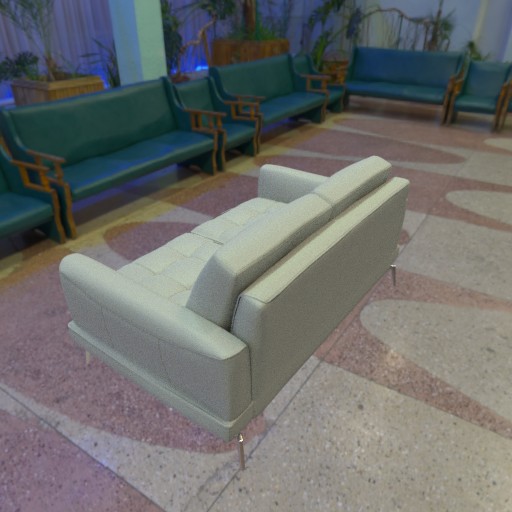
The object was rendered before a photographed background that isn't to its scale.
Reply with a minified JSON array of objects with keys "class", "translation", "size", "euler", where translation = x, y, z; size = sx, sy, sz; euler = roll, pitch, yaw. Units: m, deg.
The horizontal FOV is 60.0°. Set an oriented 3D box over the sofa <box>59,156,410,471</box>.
[{"class":"sofa","translation":[0.000,0.000,2.480],"size":[1.121,0.930,1.819],"euler":[20,36,31]}]
